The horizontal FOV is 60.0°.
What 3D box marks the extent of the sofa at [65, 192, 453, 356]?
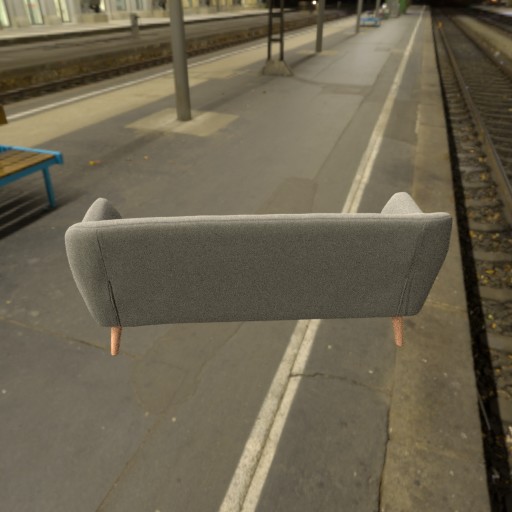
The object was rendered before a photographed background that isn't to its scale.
[{"bbox_3d":[0.000,0.000,2.353,1.840,0.820,0.820,-1,30,-2],"label":"sofa"}]
